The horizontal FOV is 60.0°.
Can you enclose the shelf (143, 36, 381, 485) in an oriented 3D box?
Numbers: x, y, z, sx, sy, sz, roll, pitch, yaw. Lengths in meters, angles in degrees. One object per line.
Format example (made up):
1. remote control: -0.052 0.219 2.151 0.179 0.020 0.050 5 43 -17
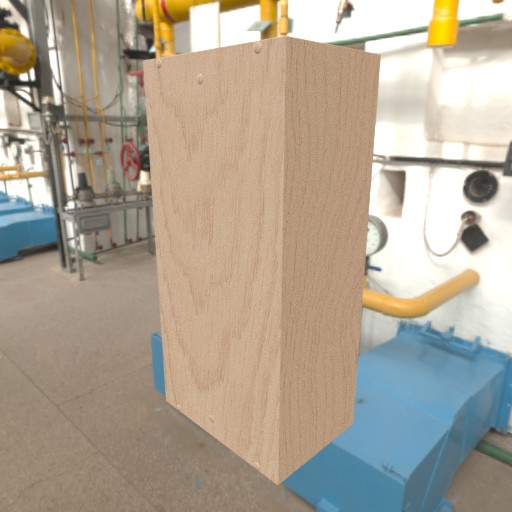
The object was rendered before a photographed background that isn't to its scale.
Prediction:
1. shelf: 0.000 0.000 0.729 0.200 0.600 0.290 -16 23 -42
